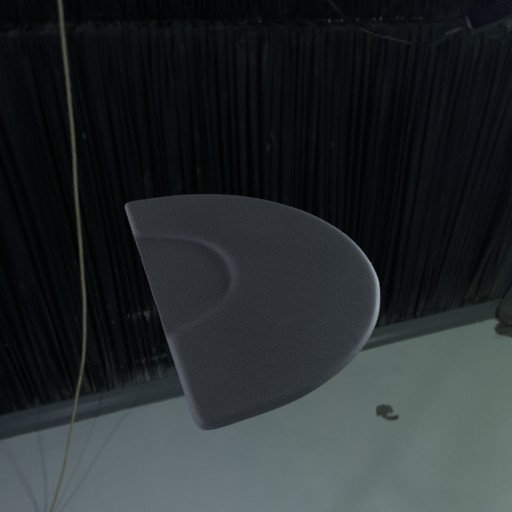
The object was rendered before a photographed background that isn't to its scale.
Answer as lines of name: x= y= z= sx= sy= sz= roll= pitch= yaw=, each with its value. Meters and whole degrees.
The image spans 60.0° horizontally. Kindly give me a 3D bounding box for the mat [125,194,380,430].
mat: x=0.000 y=0.000 z=1.886 sx=0.917 sy=0.016 sz=1.525 roll=-11 pitch=33 yaw=-18
